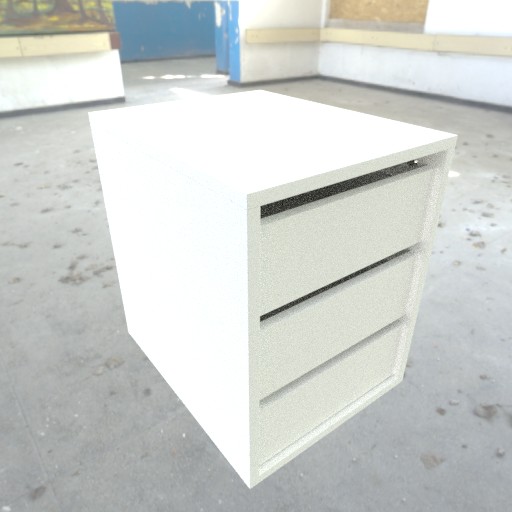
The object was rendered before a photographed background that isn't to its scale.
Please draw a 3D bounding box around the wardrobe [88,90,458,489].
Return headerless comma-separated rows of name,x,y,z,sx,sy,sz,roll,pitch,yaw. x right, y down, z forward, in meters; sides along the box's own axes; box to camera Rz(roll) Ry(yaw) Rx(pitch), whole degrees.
wardrobe,0.000,0.000,0.878,0.400,0.520,0.500,-21,36,-31
